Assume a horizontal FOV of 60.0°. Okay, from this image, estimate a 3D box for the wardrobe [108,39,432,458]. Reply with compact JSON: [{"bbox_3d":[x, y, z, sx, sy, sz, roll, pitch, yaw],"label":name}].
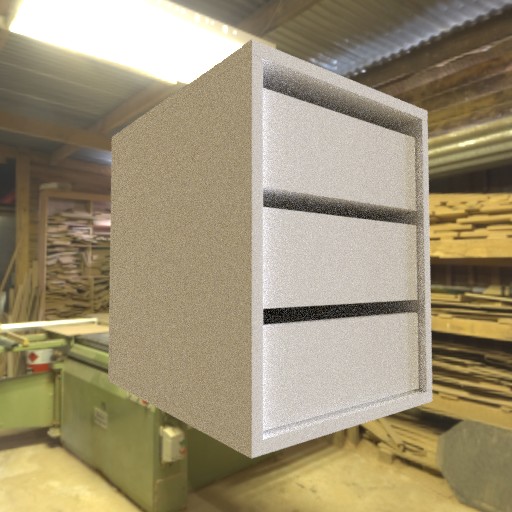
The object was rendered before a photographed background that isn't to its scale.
[{"bbox_3d":[0.000,0.000,0.867,0.400,0.520,0.500,2,-3,-38],"label":"wardrobe"}]
